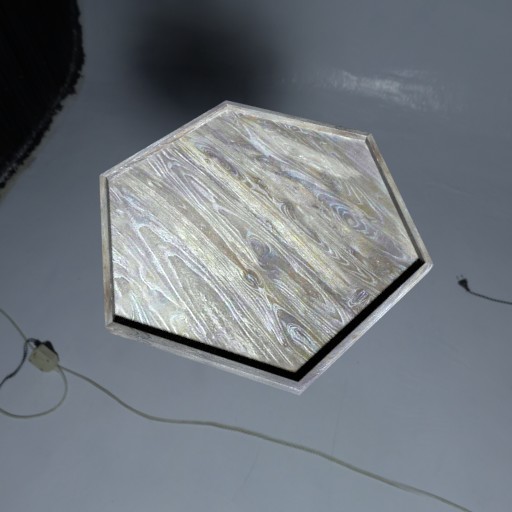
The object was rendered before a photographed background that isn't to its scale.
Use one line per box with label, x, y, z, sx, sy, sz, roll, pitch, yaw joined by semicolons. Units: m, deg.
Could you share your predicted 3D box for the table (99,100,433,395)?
table;0.000;0.000;1.619;1.115;0.488;0.966;16;61;9
